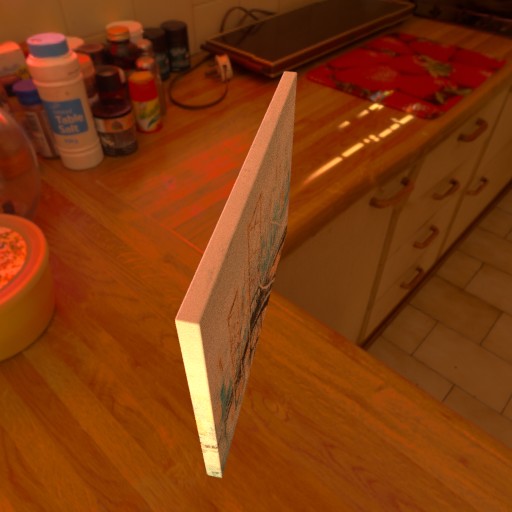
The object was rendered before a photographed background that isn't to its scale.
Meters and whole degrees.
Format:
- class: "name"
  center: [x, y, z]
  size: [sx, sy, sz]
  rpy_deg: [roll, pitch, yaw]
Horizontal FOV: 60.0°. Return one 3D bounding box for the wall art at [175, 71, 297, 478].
- class: "wall art"
  center: [0.000, 0.000, 1.167]
  size: [0.038, 0.609, 0.913]
  rpy_deg: [9, 45, 9]
